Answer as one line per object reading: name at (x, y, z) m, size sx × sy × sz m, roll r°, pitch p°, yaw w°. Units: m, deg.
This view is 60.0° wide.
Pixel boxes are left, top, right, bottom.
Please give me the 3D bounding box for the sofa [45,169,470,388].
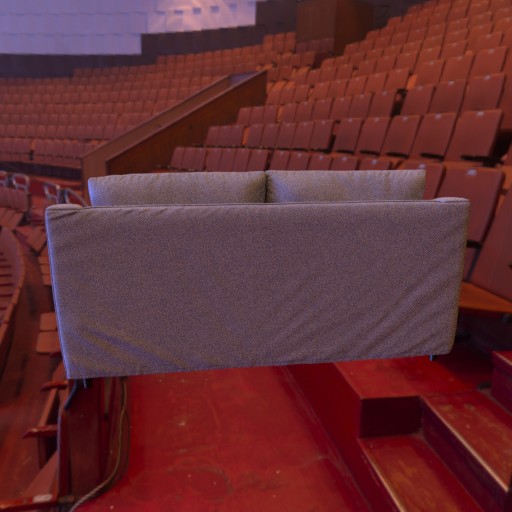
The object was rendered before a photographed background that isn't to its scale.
sofa at (0.000, 0.000, 2.606) m, size 2.010 × 1.018 × 1.072 m, roll -2°, pitch 14°, yaw -9°
